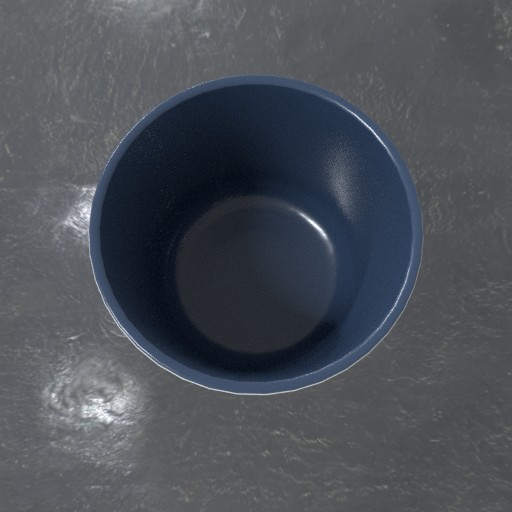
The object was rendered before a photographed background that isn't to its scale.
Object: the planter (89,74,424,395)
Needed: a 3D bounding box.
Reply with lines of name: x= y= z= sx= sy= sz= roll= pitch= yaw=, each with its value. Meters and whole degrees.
planter: x=0.000 y=0.000 z=0.318 sx=0.182 sy=0.165 sz=0.182 roll=0 pitch=76 yaw=0
